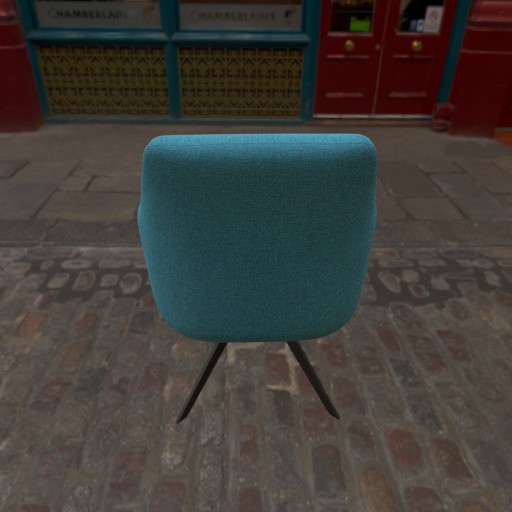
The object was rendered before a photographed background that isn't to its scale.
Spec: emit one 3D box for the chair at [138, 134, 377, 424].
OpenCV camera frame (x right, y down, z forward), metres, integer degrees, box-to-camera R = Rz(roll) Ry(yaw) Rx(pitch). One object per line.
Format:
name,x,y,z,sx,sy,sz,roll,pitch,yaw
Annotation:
chair,0.000,0.000,1.318,0.642,0.874,0.677,-1,30,-2
